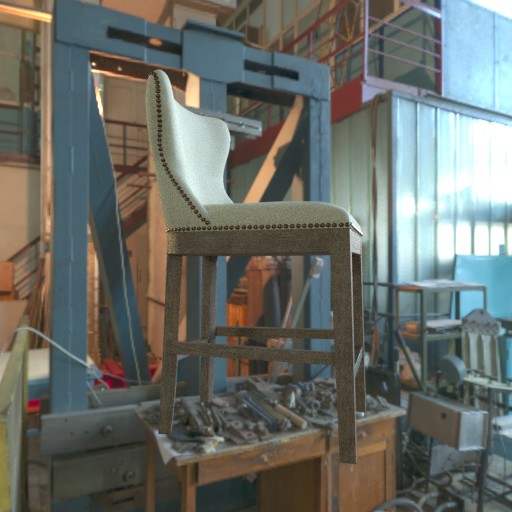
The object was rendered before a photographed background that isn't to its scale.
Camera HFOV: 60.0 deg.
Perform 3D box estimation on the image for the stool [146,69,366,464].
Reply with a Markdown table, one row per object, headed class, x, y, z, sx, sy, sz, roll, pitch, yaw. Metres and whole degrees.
| class | x | y | z | sx | sy | sz | roll | pitch | yaw |
| --- | --- | --- | --- | --- | --- | --- | --- | --- | --- |
| stool | 0.000 | 0.000 | 1.314 | 0.608 | 0.981 | 0.498 | 0 | -1 | 17 |
